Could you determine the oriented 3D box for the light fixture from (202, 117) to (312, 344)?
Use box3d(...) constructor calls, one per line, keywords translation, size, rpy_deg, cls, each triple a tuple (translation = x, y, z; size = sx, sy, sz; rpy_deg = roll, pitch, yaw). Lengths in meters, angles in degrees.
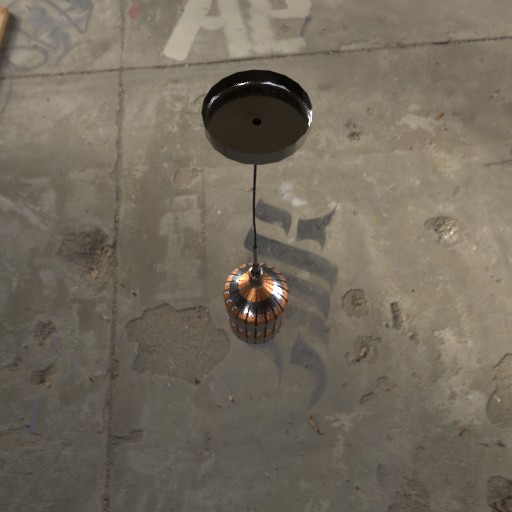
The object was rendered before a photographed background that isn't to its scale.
box3d(translation=(0.000, 0.000, 1.683), size=(0.303, 1.535, 0.303), rpy_deg=(0, 65, 0), cls="light fixture")
